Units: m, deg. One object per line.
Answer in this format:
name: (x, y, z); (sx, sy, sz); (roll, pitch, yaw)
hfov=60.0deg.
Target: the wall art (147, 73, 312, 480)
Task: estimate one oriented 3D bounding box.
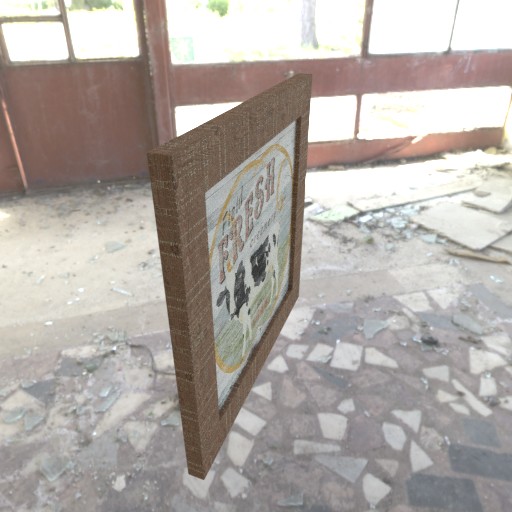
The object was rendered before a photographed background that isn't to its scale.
wall art: (0.000, 0.000, 0.787); (0.029, 0.531, 0.531); (11, 33, 18)
